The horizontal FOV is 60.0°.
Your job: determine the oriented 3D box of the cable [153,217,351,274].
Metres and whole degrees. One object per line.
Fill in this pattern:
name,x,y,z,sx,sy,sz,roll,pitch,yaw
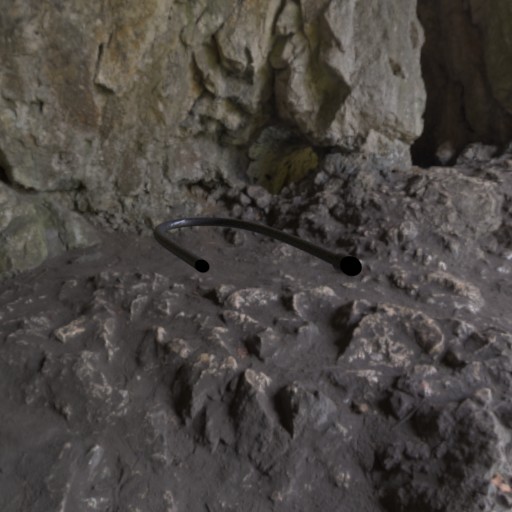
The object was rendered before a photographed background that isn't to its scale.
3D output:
cable,0.000,0.000,0.108,0.041,0.005,0.098,-8,17,-26
